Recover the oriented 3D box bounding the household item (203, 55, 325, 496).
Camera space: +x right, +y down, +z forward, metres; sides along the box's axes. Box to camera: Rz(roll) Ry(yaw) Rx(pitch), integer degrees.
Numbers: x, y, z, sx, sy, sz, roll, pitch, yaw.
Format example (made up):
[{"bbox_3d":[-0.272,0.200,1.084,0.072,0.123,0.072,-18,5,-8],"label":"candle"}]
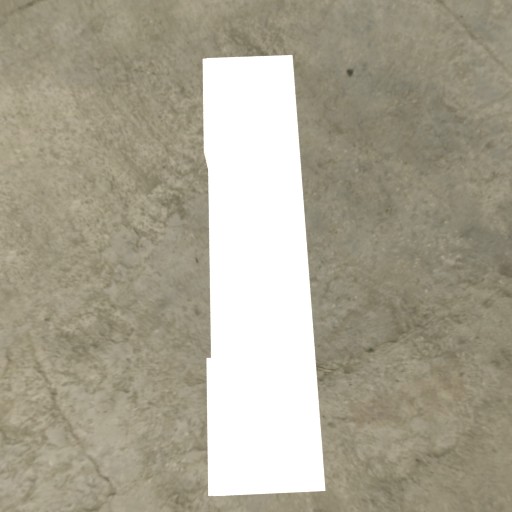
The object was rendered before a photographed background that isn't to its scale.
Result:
[{"bbox_3d":[0.000,0.000,1.980,0.420,0.310,1.850,-2,75,-1],"label":"household item"}]
